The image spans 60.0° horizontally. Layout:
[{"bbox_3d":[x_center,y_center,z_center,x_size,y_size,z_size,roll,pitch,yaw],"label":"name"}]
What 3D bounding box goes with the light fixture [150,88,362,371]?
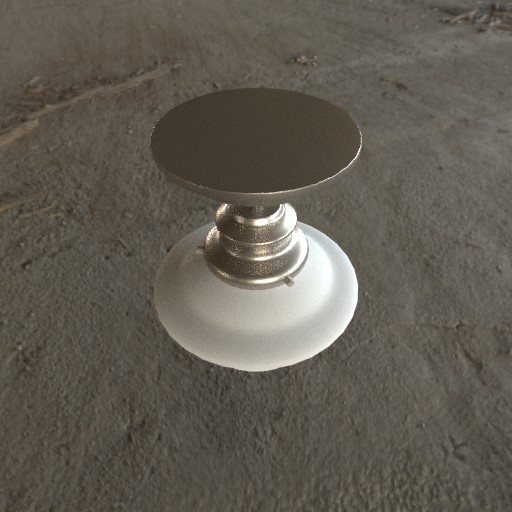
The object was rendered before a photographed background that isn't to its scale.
[{"bbox_3d":[0.000,0.000,0.412,0.199,0.254,0.199,0,44,0],"label":"light fixture"}]
